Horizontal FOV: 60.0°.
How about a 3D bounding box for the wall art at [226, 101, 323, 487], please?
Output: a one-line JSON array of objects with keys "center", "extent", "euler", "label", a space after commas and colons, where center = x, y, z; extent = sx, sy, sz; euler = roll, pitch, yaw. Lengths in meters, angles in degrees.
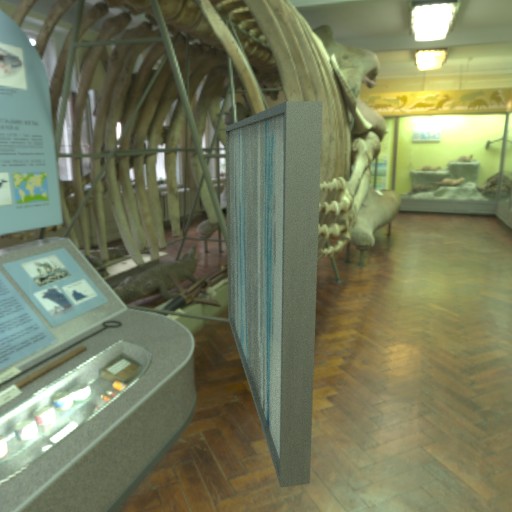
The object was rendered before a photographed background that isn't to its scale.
[{"center": [0.000, 0.000, 0.761], "extent": [0.037, 0.450, 0.557], "euler": [-2, 14, -10], "label": "wall art"}]
